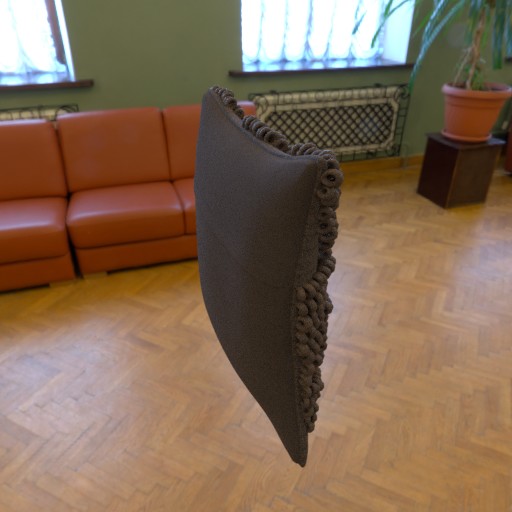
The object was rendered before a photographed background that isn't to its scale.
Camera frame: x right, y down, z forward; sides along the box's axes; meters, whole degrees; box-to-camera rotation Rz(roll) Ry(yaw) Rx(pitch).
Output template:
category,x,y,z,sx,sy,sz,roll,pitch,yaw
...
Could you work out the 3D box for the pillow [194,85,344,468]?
category,x,y,z,sx,sy,sz,roll,pitch,yaw
pillow,0.000,0.000,0.730,0.172,0.467,0.470,-10,32,-17
